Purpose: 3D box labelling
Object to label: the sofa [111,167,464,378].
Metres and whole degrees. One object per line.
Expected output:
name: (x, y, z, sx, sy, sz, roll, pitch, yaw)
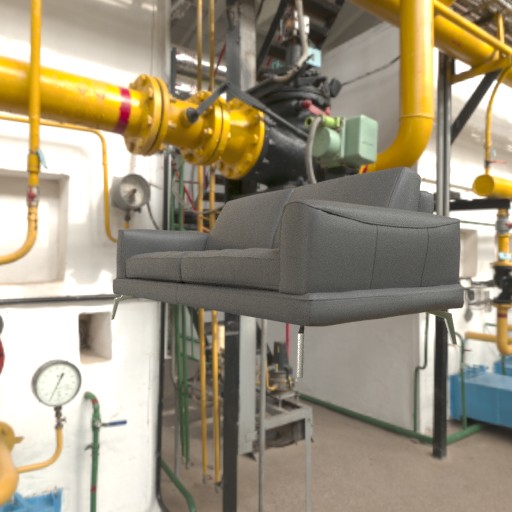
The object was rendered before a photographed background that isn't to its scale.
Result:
sofa: (0.000, 0.000, 2.762, 1.121, 0.930, 2.177, 0, -1, -36)
